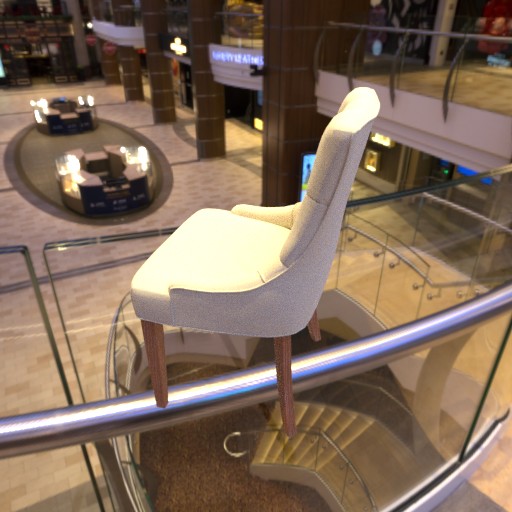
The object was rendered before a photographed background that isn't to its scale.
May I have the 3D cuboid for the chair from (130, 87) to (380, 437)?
[{"bbox_3d":[0.000,0.000,1.255,0.565,0.874,0.509,9,31,14],"label":"chair"}]
